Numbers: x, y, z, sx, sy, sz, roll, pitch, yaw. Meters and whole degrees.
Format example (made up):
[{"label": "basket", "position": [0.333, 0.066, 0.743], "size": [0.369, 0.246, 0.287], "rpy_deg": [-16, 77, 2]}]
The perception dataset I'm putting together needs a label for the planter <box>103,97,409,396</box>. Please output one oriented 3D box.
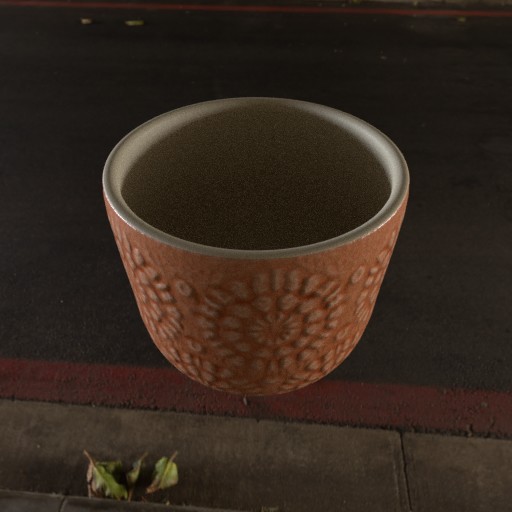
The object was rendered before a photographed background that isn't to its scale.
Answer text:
[{"label": "planter", "position": [0.000, 0.000, 0.218], "size": [0.124, 0.109, 0.124], "rpy_deg": [0, 42, 0]}]
